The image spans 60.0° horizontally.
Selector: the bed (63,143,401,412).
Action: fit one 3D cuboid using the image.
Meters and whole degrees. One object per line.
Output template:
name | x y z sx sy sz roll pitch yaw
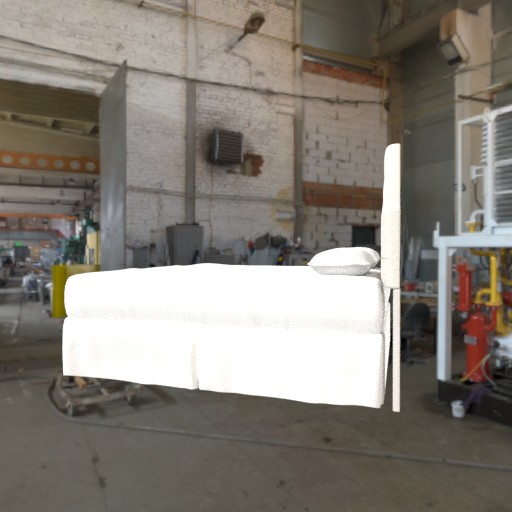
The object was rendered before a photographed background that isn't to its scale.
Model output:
bed | 0.000 0.000 3.582 2.214 1.615 2.008 0 1 18
